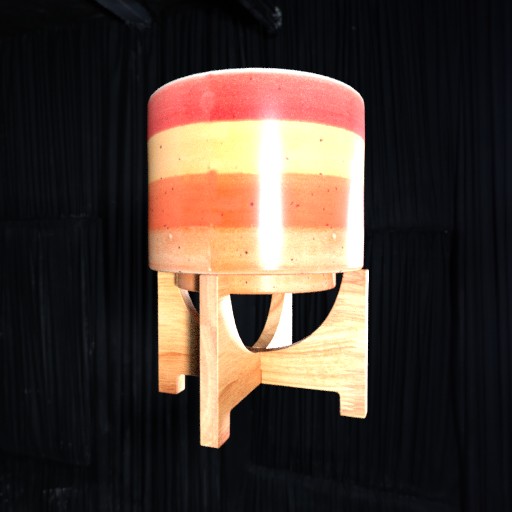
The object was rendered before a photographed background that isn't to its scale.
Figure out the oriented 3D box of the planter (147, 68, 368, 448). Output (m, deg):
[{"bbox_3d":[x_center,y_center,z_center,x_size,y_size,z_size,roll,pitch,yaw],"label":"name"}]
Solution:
[{"bbox_3d":[0.000,0.000,0.405,0.199,0.268,0.199,0,2,0],"label":"planter"}]
